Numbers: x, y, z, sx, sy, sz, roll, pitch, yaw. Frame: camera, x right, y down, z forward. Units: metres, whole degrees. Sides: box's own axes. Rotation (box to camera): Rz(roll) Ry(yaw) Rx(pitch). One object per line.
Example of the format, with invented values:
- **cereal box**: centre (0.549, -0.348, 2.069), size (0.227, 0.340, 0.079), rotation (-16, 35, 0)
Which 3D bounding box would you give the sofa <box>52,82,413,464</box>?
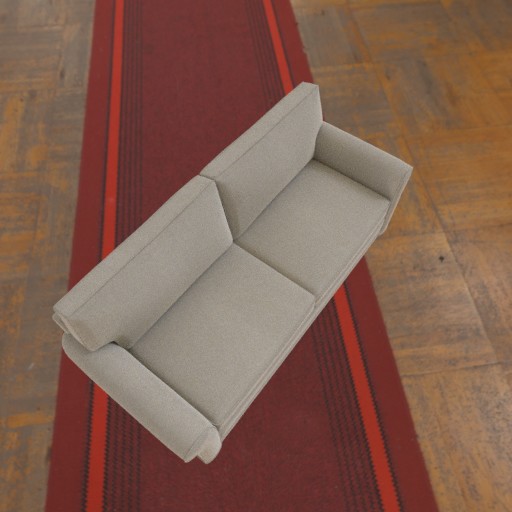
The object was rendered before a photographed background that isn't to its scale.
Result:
- **sofa**: centre (0.000, 0.000, 2.589), size (0.901, 0.962, 2.146), rotation (33, 64, 19)
